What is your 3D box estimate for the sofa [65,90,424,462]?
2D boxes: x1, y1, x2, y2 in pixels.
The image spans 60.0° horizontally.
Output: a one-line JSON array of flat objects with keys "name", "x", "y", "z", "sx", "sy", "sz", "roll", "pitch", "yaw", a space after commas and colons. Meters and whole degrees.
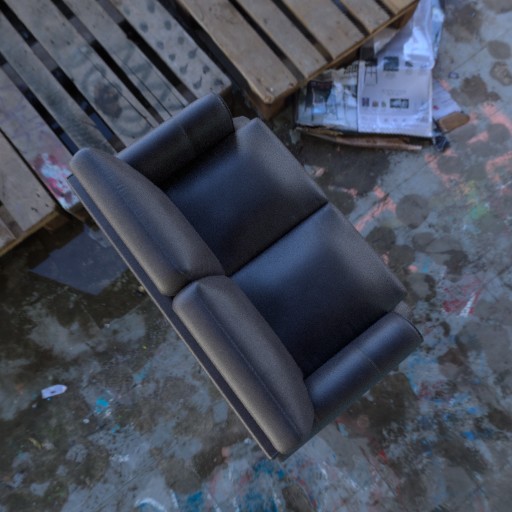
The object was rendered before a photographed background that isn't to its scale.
[{"name": "sofa", "x": 0.000, "y": 0.000, "z": 2.279, "sx": 1.030, "sy": 0.979, "sz": 1.663, "roll": -37, "pitch": 80, "yaw": -8}]
